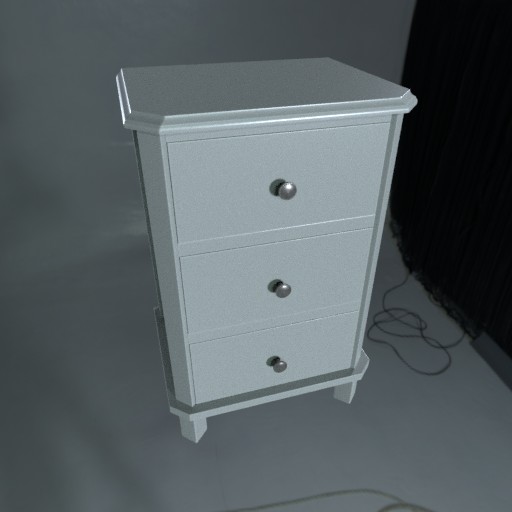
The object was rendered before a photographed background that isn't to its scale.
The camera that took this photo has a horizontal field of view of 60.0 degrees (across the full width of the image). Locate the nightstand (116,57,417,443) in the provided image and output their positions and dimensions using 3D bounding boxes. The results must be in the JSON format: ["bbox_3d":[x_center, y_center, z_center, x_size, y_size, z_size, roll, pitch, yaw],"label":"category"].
[{"bbox_3d":[0.000,0.000,0.907,0.435,0.680,0.348,-9,34,-14],"label":"nightstand"}]
